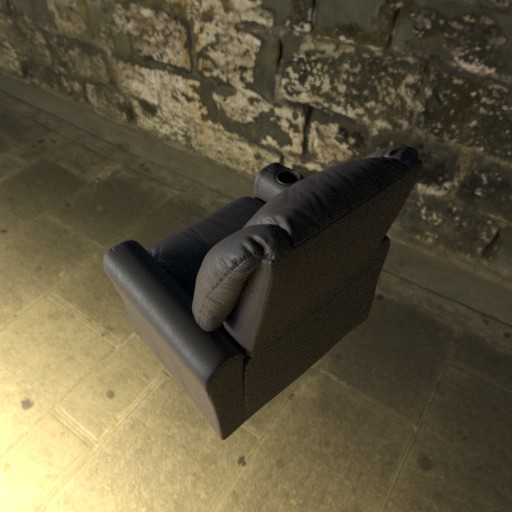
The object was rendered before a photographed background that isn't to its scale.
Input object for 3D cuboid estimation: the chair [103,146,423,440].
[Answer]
[{"bbox_3d":[0.000,0.000,1.103,0.610,0.709,0.521,-33,55,-27],"label":"chair"}]
